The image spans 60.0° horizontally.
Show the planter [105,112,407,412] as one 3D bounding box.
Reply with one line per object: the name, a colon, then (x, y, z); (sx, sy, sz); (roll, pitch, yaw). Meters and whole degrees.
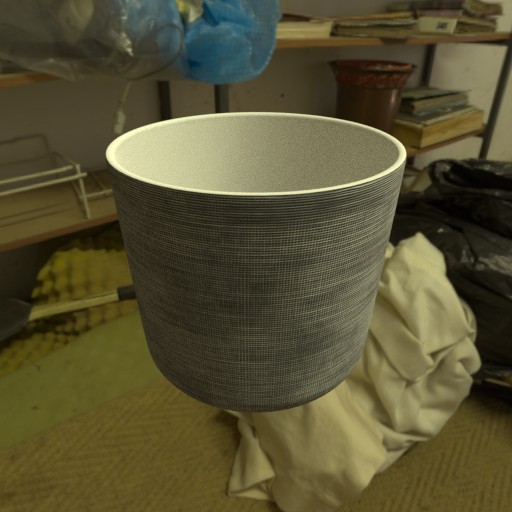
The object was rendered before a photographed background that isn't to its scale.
planter: (0.000, 0.000, 0.771); (0.440, 0.398, 0.440); (0, 29, 0)
